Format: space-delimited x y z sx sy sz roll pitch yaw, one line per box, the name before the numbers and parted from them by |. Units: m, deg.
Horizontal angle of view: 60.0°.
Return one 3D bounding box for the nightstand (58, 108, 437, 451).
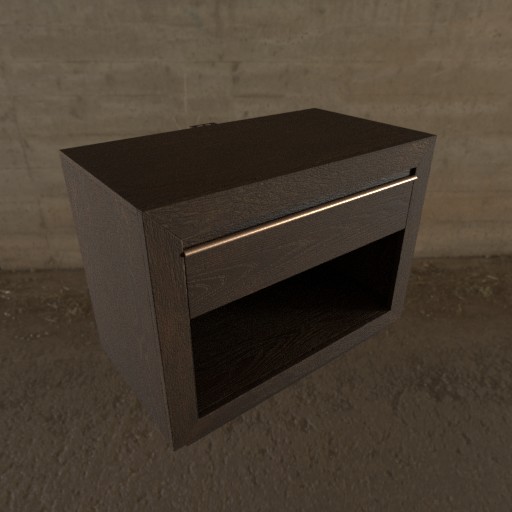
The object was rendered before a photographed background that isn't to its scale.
nightstand | 0.000 0.000 1.179 0.775 0.612 0.457 -20 35 -32
